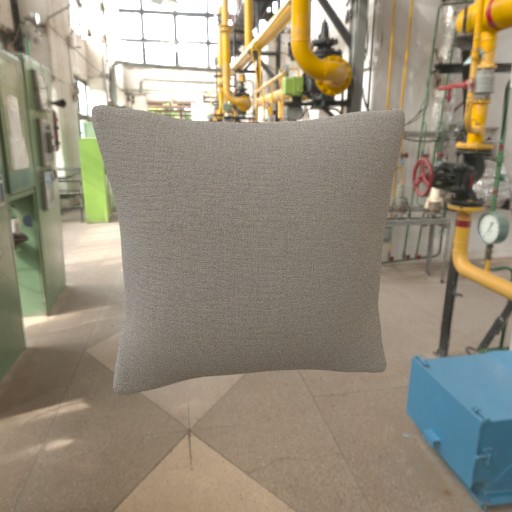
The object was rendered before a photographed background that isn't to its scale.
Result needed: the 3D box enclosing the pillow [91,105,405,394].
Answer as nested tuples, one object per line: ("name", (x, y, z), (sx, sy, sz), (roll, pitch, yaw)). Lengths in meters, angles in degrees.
("pillow", (0.000, 0.000, 0.653), (0.437, 0.419, 0.136), (-2, 15, -9))
